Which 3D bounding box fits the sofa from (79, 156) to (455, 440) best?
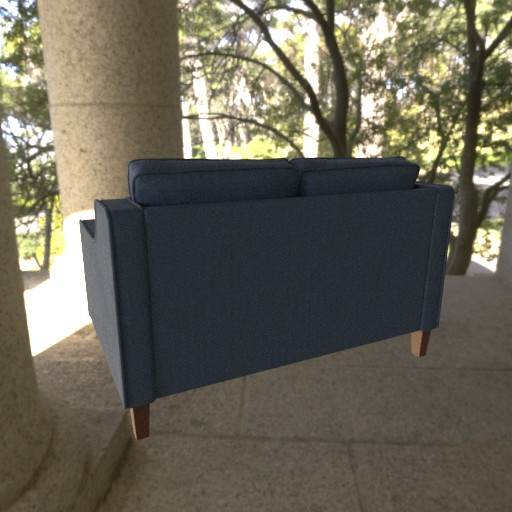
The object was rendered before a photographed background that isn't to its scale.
[{"bbox_3d":[0.000,0.000,2.155,1.501,0.971,0.987,-7,17,-26],"label":"sofa"}]
